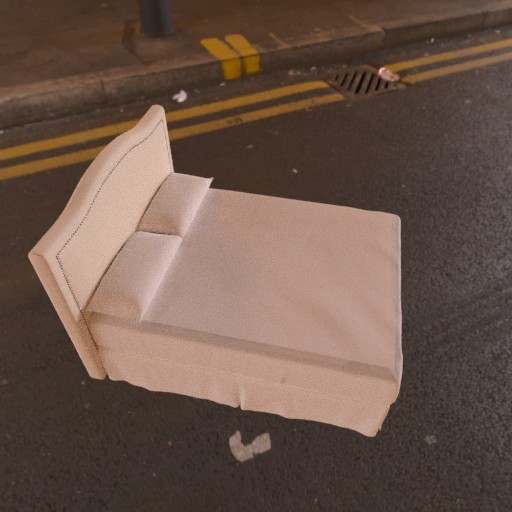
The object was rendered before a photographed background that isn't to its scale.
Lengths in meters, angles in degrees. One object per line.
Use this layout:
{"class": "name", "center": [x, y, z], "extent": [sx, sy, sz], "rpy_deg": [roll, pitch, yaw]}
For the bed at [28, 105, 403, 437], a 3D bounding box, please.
{"class": "bed", "center": [0.000, 0.000, 3.241], "extent": [2.143, 1.460, 1.753], "rpy_deg": [9, 46, 9]}
